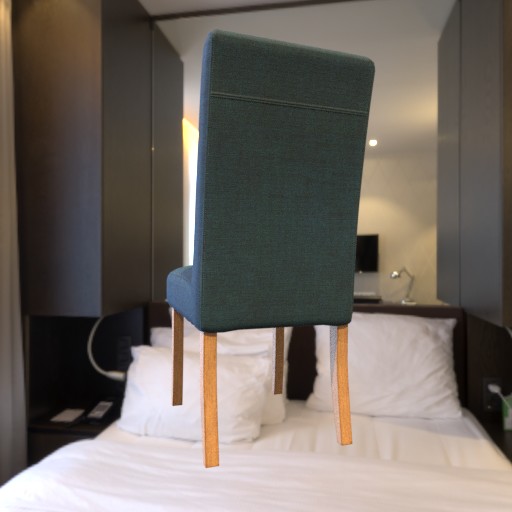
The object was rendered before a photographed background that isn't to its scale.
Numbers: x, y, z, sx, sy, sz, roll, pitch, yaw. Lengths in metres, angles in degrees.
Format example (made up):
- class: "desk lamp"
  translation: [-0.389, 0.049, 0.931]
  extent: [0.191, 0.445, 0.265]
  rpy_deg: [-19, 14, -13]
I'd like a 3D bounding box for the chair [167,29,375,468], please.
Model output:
- class: "chair"
  translation: [0.000, 0.000, 1.335]
  extent: [0.450, 1.029, 0.610]
  rpy_deg: [0, 0, -20]
